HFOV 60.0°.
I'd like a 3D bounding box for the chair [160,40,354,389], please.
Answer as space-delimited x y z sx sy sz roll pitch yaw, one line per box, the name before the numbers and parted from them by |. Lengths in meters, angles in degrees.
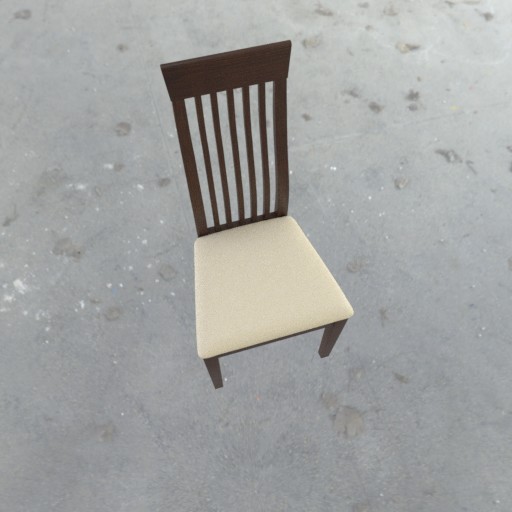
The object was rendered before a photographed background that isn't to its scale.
chair | 0.000 0.000 1.300 0.460 1.027 0.474 -14 63 -7
